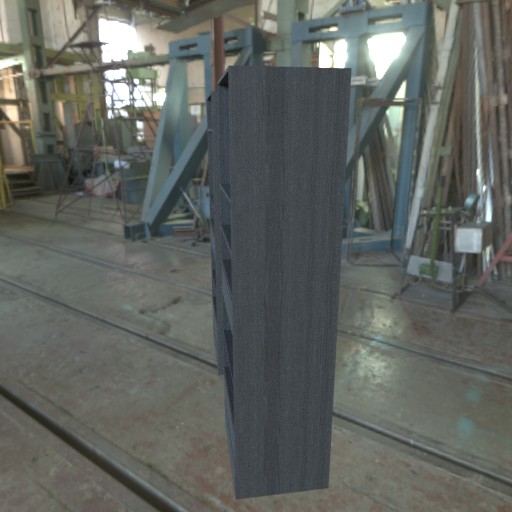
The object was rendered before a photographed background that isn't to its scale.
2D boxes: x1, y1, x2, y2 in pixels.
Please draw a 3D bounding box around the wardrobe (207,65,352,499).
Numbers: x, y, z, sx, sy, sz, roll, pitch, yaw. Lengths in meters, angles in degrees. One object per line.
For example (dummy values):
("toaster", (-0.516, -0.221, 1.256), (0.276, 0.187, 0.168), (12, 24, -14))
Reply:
("wardrobe", (0.000, 0.000, 2.806), (0.480, 2.000, 1.770), (-2, 16, -8))
